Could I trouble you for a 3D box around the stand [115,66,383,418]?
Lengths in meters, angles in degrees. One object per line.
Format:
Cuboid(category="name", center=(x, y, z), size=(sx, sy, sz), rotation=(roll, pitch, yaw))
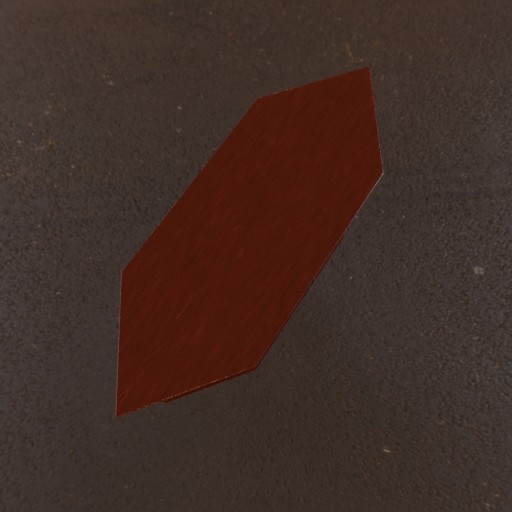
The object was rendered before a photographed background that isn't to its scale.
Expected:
Cuboid(category="stand", center=(0.000, 0.000, 1.359), size=(0.381, 0.614, 1.072), rotation=(33, 77, 9))
